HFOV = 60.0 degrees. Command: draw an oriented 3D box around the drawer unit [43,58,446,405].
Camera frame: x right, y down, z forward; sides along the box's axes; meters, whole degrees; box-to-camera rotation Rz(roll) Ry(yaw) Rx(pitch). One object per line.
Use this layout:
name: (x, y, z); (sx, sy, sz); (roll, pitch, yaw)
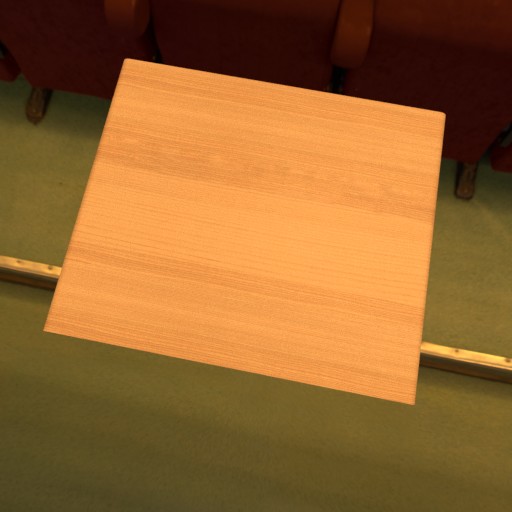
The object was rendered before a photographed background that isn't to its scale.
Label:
drawer unit: (0.000, 0.000, 0.596); (0.344, 0.344, 0.290); (11, 77, 2)
